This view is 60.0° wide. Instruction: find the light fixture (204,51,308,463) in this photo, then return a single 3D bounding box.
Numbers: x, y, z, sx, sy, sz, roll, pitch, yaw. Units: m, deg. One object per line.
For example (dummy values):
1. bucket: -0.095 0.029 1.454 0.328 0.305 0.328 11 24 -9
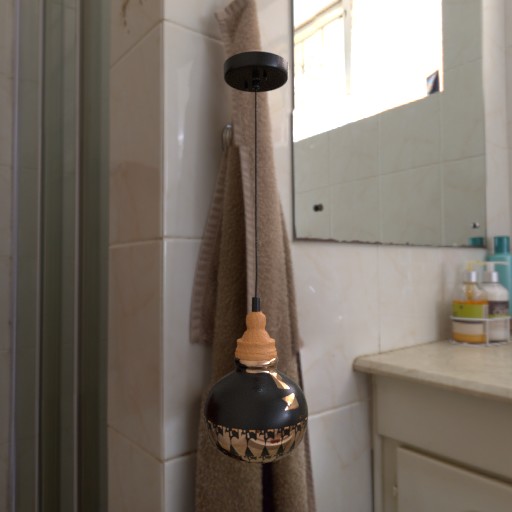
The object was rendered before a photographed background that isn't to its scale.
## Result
1. light fixture: 0.000 0.000 1.860 0.430 1.606 0.430 1 -2 -37
